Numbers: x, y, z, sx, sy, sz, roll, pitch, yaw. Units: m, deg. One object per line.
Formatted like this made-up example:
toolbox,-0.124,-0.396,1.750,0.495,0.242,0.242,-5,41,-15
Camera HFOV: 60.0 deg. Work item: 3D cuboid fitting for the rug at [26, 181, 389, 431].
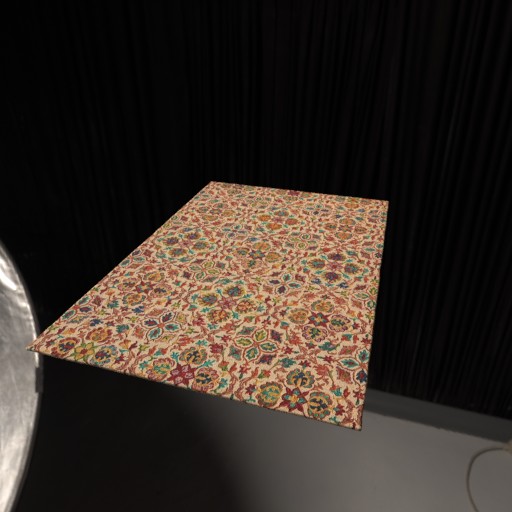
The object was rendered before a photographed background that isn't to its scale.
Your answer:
rug,0.000,0.000,2.817,1.541,0.018,2.297,9,31,15
